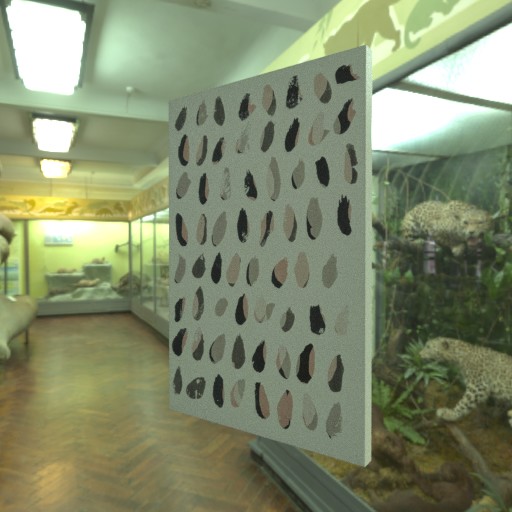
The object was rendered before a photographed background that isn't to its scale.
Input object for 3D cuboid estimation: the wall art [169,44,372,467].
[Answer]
[{"bbox_3d":[0.000,0.000,0.764,0.405,0.608,0.025,0,1,36],"label":"wall art"}]
